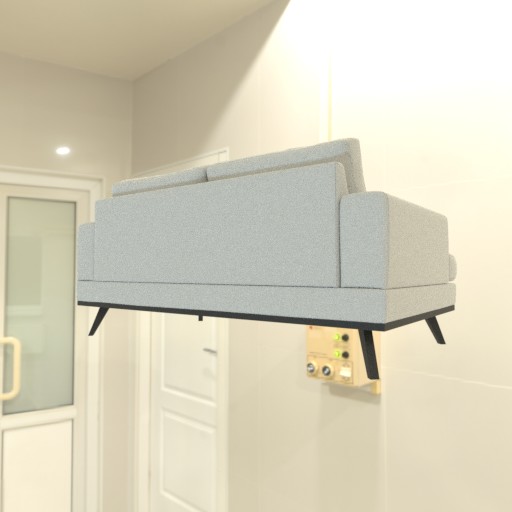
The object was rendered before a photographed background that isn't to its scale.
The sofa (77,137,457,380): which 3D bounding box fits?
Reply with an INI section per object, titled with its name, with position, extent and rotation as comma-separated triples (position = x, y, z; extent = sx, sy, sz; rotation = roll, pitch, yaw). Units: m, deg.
[sofa]
position = 0.000, 0.000, 2.166
extent = 1.650, 0.810, 0.920
rotation = -1, -2, 37
